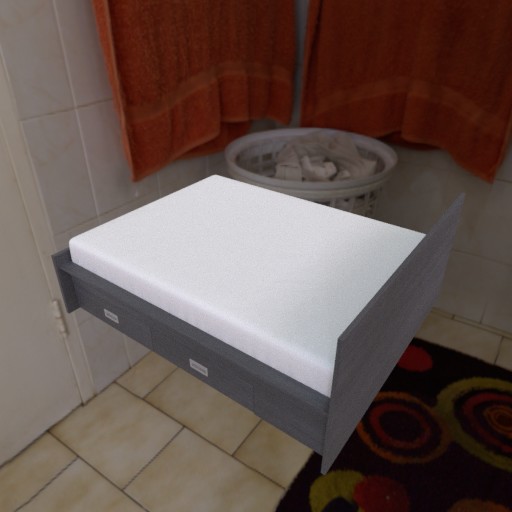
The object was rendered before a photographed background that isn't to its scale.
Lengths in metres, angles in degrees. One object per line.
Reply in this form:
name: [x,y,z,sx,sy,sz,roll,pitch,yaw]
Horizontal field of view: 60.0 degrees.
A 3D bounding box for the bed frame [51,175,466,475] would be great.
bed frame: [0.000,0.000,2.831,1.960,0.800,1.622,21,37,30]
